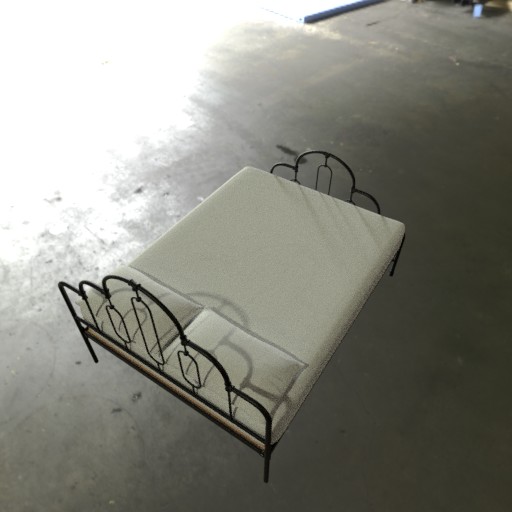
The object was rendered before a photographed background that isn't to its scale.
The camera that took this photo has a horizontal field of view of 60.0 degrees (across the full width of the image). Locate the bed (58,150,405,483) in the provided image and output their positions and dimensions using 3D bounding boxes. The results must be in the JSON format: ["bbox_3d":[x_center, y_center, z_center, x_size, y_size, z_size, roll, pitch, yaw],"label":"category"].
[{"bbox_3d":[0.000,0.000,3.292,1.626,1.444,2.181,25,51,23],"label":"bed"}]
